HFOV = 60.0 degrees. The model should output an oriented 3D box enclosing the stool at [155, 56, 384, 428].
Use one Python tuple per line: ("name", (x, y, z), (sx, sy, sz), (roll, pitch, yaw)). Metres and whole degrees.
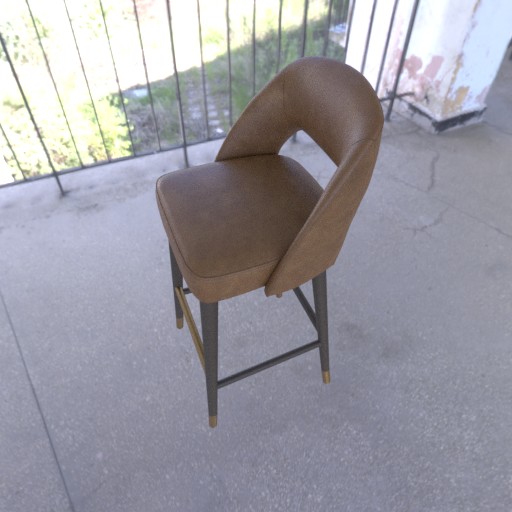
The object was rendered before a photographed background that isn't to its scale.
("stool", (0.000, 0.000, 1.322), (0.509, 1.037, 0.494), (-16, 48, -15))
